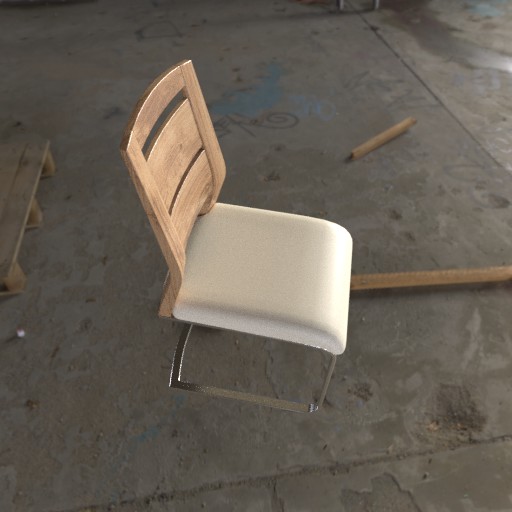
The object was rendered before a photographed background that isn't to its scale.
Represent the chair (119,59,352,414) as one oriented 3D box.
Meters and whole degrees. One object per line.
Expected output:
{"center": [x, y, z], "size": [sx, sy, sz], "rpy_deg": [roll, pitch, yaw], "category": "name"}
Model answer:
{"center": [0.000, 0.000, 1.279], "size": [0.561, 0.955, 0.457], "rpy_deg": [8, 47, 8], "category": "chair"}
